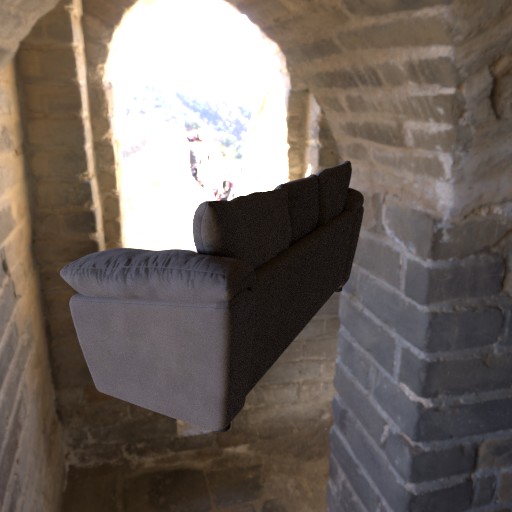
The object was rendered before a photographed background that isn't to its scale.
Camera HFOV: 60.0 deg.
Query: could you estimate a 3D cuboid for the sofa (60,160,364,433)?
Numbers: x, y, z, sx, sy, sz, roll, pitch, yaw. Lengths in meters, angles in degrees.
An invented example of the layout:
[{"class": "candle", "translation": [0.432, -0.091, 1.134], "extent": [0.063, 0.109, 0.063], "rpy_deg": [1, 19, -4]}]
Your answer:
[{"class": "sofa", "translation": [0.000, 0.000, 2.850], "extent": [0.878, 1.073, 2.336], "rpy_deg": [8, 19, 25]}]
